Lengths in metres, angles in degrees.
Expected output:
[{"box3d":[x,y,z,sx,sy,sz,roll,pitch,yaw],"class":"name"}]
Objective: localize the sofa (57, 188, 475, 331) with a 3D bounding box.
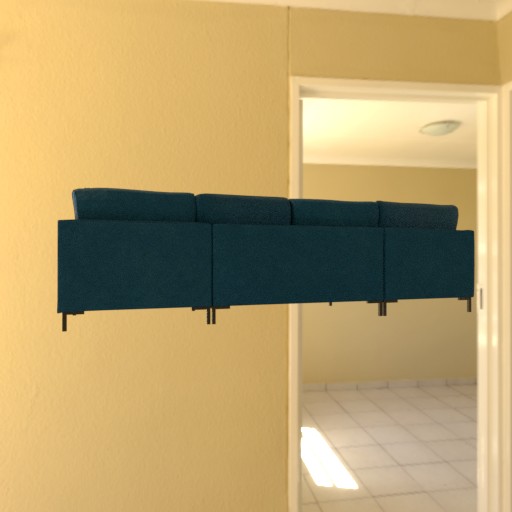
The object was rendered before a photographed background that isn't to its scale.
[{"box3d":[0.000,0.000,4.363,3.434,0.992,2.055,0,0,-18],"class":"sofa"}]
